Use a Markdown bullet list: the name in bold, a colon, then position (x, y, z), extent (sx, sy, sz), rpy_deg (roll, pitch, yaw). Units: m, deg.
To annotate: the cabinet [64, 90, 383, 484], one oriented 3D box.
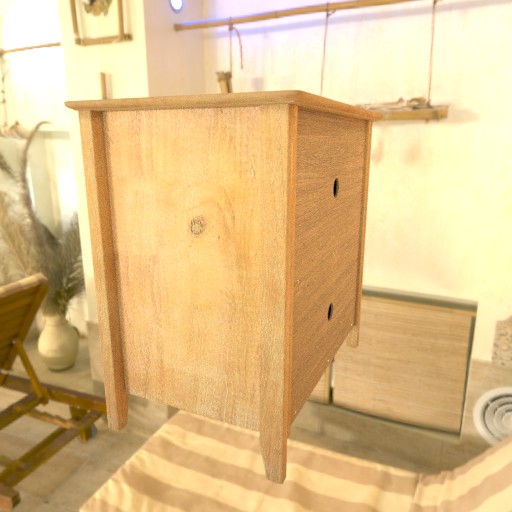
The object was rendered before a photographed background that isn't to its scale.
- **cabinet**: position (0.000, 0.000, 1.210), extent (0.503, 0.762, 0.763), rpy_deg (7, 16, 24)
